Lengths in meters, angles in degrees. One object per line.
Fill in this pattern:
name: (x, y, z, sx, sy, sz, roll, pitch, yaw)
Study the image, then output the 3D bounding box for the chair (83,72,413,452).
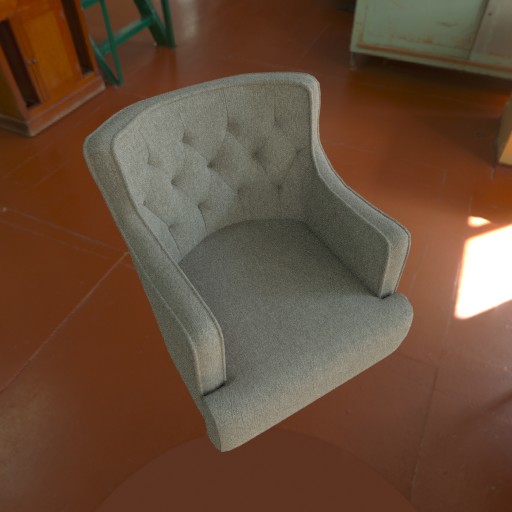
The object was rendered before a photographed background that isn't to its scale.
chair: (0.000, 0.000, 1.541, 0.820, 0.920, 0.910, -24, 52, -21)
